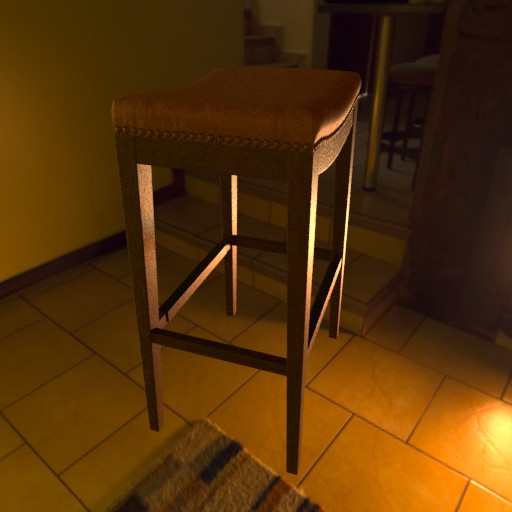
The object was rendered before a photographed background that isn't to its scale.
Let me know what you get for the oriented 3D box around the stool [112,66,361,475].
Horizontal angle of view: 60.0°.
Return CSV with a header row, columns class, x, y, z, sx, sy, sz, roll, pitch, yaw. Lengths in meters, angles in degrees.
class,x,y,z,sx,sy,sz,roll,pitch,yaw
stool,0.000,0.000,1.023,0.361,0.759,0.500,10,31,17
